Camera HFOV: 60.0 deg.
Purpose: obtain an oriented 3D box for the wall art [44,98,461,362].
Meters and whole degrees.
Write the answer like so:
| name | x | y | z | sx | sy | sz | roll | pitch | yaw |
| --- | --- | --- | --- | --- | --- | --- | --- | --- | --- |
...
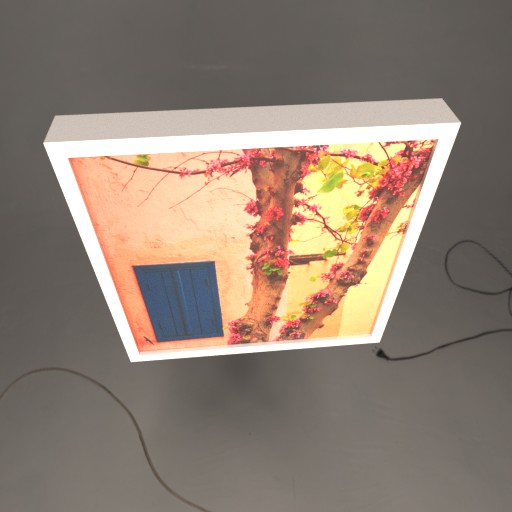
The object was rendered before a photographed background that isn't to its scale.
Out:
| name | x | y | z | sx | sy | sz | roll | pitch | yaw |
| --- | --- | --- | --- | --- | --- | --- | --- | --- | --- |
| wall art | 0.000 | 0.000 | 0.445 | 0.305 | 0.302 | 0.038 | -4 | 47 | -4 |
